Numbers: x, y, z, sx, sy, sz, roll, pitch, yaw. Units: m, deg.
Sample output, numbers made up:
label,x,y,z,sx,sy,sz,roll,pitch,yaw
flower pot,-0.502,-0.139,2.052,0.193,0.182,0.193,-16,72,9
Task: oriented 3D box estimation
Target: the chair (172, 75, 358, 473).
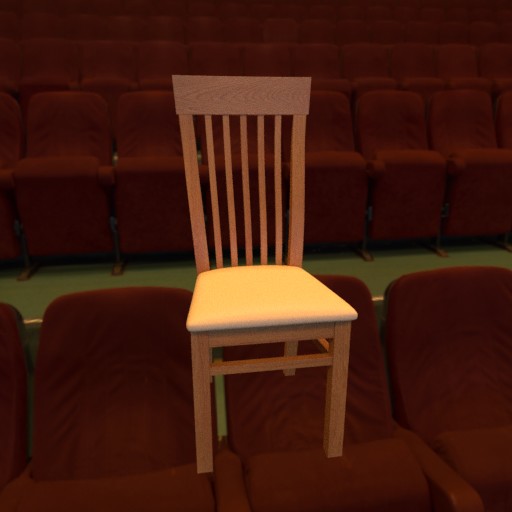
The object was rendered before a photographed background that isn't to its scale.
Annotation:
label,x,y,z,sx,sy,sz,roll,pitch,yaw
chair,0.000,0.000,1.333,0.450,1.050,0.580,-3,17,-9
